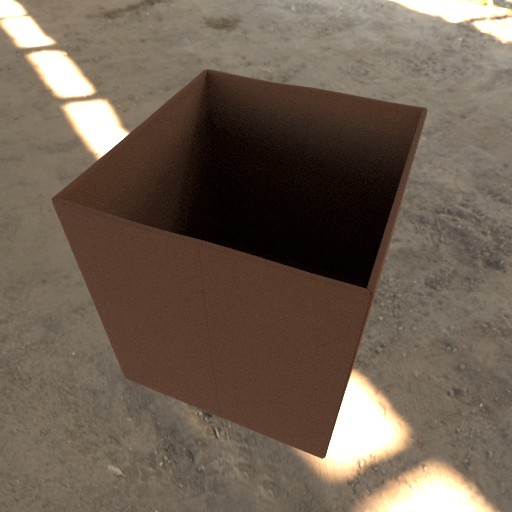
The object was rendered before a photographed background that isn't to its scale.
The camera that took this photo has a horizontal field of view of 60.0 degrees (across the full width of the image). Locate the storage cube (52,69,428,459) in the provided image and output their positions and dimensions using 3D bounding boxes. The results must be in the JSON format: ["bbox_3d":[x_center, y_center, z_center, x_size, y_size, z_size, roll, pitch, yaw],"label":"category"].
[{"bbox_3d":[0.000,0.000,0.496,0.270,0.280,0.270,16,48,16],"label":"storage cube"}]
